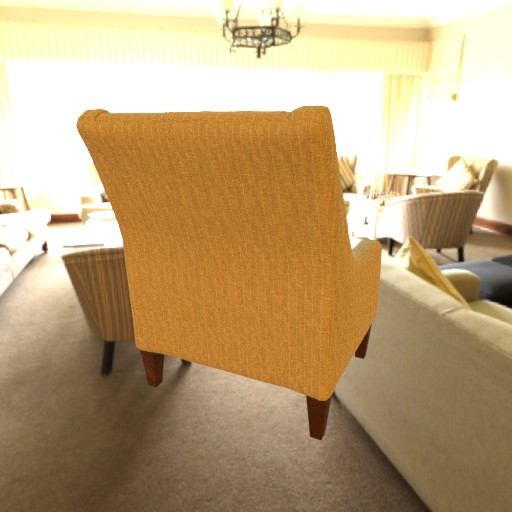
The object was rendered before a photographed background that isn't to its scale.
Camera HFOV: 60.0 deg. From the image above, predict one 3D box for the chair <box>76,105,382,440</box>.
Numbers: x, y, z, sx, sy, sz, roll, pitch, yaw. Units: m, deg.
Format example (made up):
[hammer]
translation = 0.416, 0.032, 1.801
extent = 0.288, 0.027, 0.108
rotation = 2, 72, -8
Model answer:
[chair]
translation = 0.000, 0.000, 1.622
extent = 0.774, 1.014, 0.870
rotation = 8, 19, 25
